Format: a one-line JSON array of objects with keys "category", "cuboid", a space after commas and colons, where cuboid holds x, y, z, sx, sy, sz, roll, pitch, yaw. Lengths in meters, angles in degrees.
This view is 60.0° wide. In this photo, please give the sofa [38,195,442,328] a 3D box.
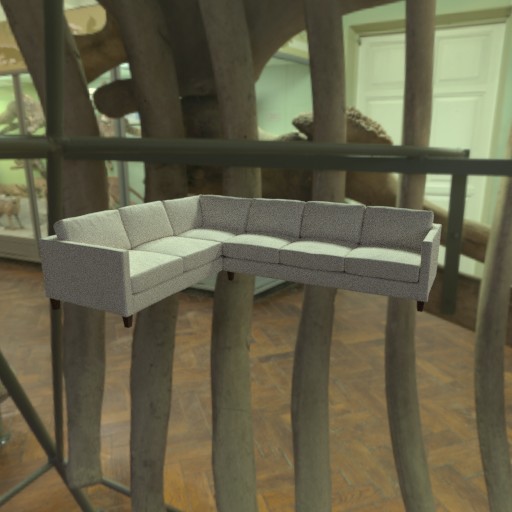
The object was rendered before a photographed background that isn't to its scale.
[{"category": "sofa", "cuboid": [0.000, 0.000, 4.380, 3.182, 0.863, 2.432, 8, 17, 26]}]
